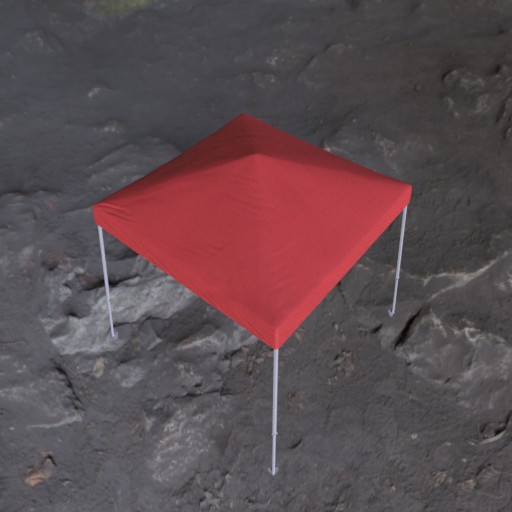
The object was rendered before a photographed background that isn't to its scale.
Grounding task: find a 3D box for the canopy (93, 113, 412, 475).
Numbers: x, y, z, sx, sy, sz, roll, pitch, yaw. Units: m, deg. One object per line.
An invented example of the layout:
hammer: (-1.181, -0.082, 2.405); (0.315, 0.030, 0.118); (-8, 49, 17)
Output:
canopy: (0.000, 0.000, 5.235); (2.849, 2.849, 2.848); (31, 55, 25)
